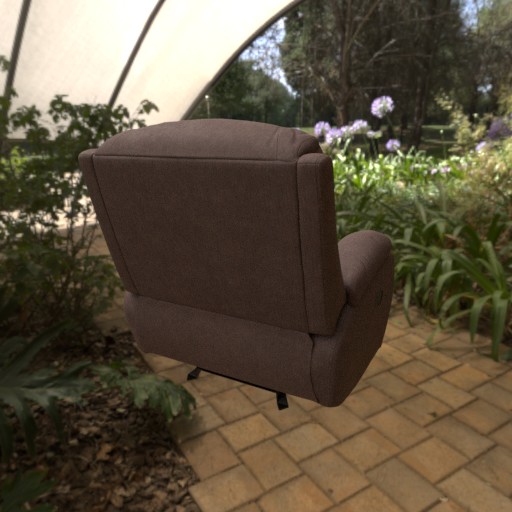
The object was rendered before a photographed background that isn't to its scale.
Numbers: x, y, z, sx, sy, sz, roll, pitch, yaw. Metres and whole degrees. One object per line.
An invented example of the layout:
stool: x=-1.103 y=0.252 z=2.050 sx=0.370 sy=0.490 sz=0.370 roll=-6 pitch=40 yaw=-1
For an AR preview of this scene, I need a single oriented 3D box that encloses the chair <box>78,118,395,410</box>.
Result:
chair: x=0.000 y=0.000 z=1.741 sx=0.930 sy=1.011 sz=0.899 roll=8 pitch=17 yaw=28
